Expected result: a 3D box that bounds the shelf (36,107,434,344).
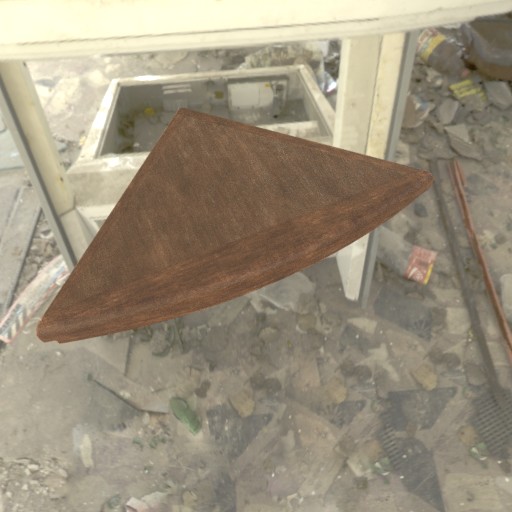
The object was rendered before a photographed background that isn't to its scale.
[{"bbox_3d":[0.000,0.000,0.458,0.310,0.050,0.310,17,60,10],"label":"shelf"}]
